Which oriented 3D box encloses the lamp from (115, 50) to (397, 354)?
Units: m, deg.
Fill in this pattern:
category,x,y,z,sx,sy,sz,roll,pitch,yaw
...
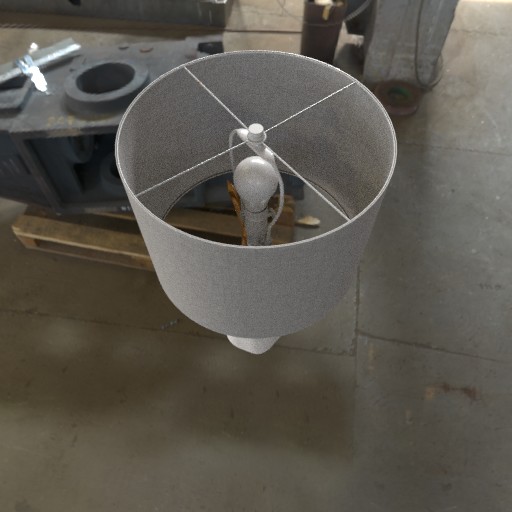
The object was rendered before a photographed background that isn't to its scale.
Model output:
category,x,y,z,sx,sy,sz,roll,pitch,yaw
lamp,0.000,0.000,0.683,0.298,0.503,0.298,-32,63,-19
